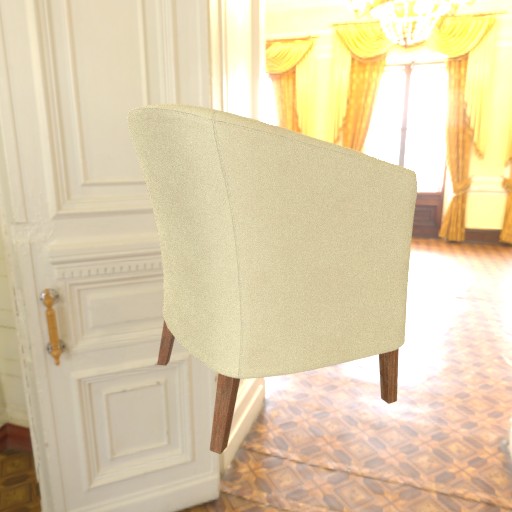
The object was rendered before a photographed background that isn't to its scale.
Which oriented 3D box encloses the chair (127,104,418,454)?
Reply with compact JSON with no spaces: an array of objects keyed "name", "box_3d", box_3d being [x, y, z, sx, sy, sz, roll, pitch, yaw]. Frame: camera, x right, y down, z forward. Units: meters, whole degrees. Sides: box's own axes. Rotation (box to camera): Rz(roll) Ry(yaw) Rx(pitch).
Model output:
[{"name":"chair","box_3d":[0.000,0.000,1.316,0.657,0.822,0.643,-7,16,-26]}]
